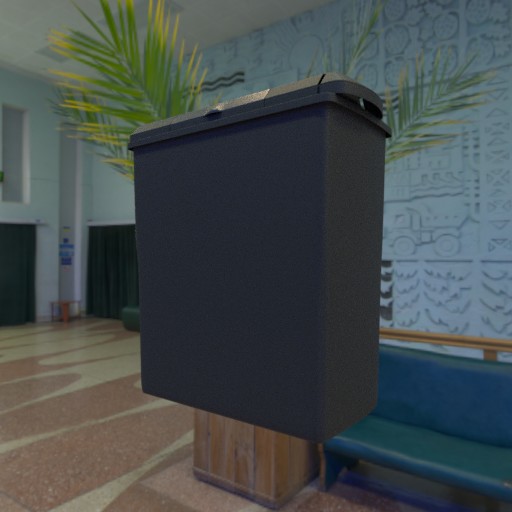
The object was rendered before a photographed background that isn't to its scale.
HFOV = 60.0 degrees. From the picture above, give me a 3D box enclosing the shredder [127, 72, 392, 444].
[{"bbox_3d":[0.000,0.000,0.527,0.320,0.335,0.170,0,0,38],"label":"shredder"}]
